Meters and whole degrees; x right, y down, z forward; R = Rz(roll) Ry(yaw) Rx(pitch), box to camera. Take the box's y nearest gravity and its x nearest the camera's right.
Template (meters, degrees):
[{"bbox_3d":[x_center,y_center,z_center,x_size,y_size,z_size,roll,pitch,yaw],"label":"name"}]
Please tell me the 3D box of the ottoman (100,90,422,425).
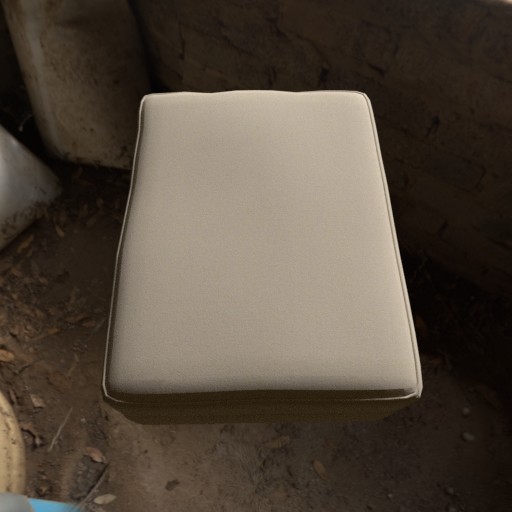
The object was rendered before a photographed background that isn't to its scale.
[{"bbox_3d":[0.000,0.000,1.168,0.634,0.485,0.818,-1,63,0],"label":"ottoman"}]
